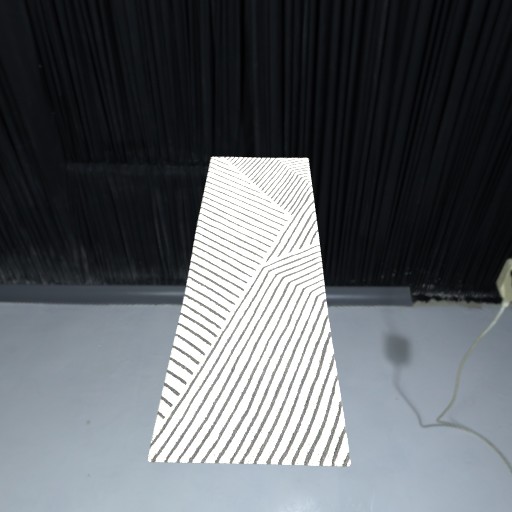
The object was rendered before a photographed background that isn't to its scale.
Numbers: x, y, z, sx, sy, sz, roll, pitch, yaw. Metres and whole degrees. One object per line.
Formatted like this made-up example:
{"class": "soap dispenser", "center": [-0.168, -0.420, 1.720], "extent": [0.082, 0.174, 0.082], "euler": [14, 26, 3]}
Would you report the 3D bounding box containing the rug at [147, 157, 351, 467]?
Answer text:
{"class": "rug", "center": [0.000, 0.000, 2.604], "extent": [0.773, 0.020, 2.439], "euler": [1, 40, 1]}
